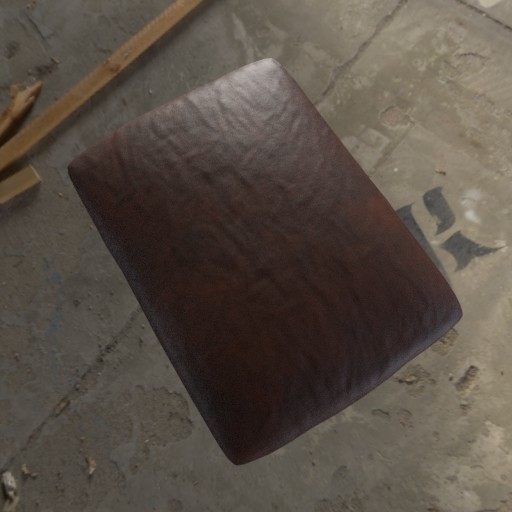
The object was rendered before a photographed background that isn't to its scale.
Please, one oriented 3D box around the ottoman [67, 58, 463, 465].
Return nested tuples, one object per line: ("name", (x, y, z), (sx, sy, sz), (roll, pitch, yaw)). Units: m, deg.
("ottoman", (0.000, 0.000, 1.247), (0.659, 0.527, 0.887), (-31, 77, -8))
